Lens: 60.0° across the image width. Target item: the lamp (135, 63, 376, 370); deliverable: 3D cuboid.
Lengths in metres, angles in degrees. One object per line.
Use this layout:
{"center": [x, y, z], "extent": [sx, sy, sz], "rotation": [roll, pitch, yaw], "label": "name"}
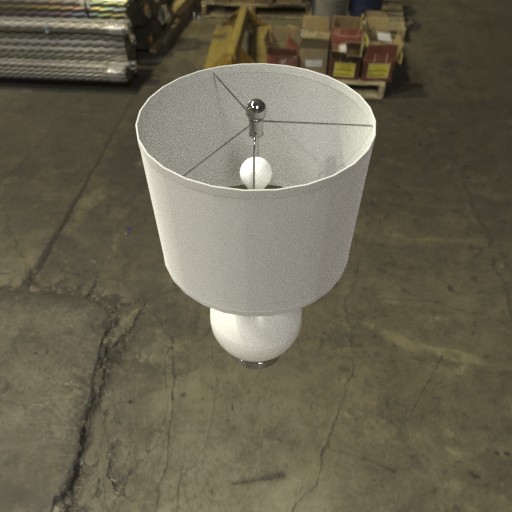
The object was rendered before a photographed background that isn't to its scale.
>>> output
{"center": [0.000, 0.000, 0.893], "extent": [0.357, 0.673, 0.357], "rotation": [3, 47, 3], "label": "lamp"}
